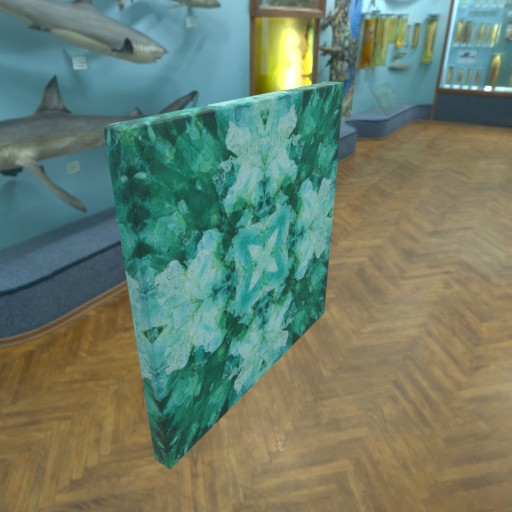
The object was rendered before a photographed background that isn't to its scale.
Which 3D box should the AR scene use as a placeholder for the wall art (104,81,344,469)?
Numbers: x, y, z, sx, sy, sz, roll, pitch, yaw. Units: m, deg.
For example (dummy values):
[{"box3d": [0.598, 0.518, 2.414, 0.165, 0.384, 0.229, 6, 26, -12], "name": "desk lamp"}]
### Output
[{"box3d": [0.000, 0.000, 0.747, 0.038, 0.508, 0.507, 18, 32, 31], "name": "wall art"}]
